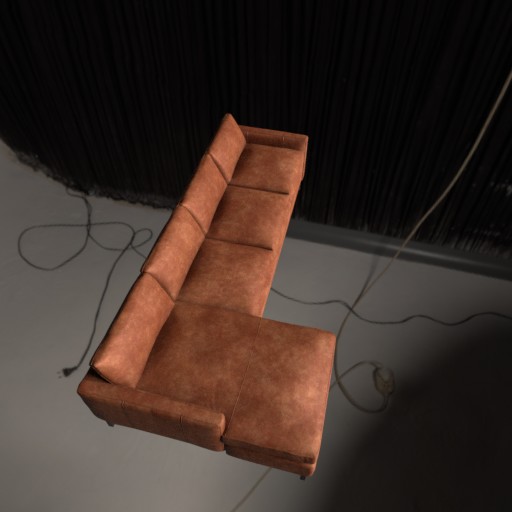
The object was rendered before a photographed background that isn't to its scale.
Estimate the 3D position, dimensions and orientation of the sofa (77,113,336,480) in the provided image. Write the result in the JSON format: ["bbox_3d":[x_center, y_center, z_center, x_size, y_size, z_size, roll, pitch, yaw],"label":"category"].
[{"bbox_3d":[0.000,0.000,3.621,1.471,0.859,2.993,11,50,9],"label":"sofa"}]
